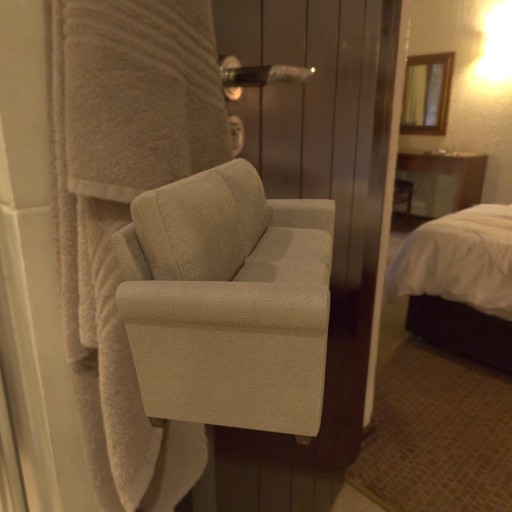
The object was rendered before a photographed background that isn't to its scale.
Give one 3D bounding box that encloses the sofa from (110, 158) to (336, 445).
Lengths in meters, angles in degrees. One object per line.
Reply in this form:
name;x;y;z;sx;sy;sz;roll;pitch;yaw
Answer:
sofa;0.000;0.000;2.467;0.842;0.942;1.935;3;17;10
